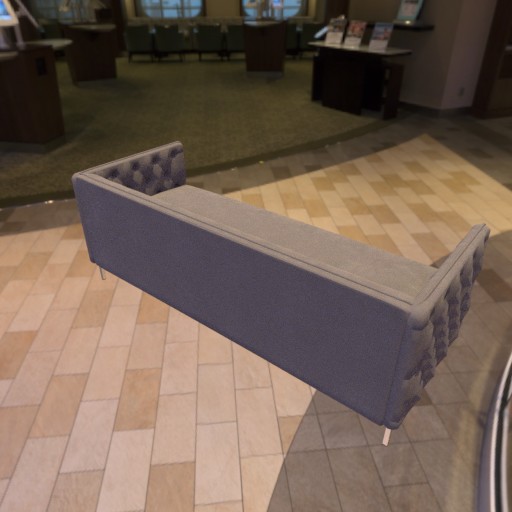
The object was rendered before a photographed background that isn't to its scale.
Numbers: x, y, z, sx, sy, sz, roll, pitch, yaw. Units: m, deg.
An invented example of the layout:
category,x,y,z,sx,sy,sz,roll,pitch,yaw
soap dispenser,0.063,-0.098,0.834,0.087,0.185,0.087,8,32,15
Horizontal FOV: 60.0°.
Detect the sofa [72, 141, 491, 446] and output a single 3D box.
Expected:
category,x,y,z,sx,sy,sz,roll,pitch,yaw
sofa,0.000,0.000,2.566,2.209,0.771,0.895,22,38,32
